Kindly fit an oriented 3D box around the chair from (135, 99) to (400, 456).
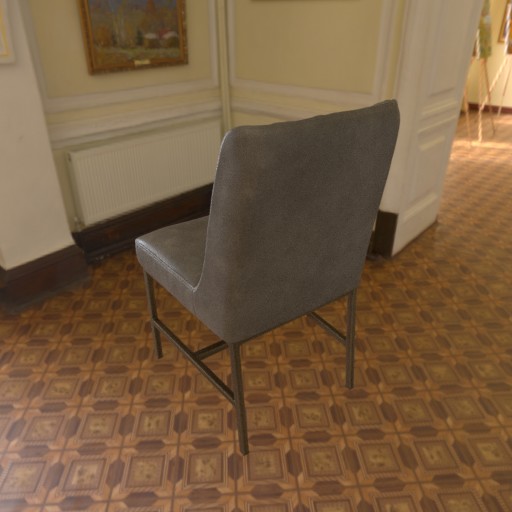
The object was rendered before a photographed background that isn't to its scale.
[{"bbox_3d":[0.000,0.000,1.271,0.508,0.889,0.587,-19,34,-31],"label":"chair"}]
